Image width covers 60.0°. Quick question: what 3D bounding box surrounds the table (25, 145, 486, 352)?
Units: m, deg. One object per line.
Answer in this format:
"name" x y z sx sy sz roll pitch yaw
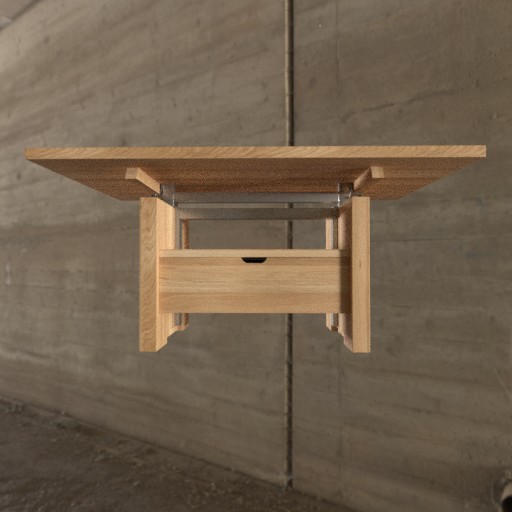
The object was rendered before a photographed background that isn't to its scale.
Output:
"table" 0.000 0.000 1.402 1.100 0.510 0.700 0 -1 1
